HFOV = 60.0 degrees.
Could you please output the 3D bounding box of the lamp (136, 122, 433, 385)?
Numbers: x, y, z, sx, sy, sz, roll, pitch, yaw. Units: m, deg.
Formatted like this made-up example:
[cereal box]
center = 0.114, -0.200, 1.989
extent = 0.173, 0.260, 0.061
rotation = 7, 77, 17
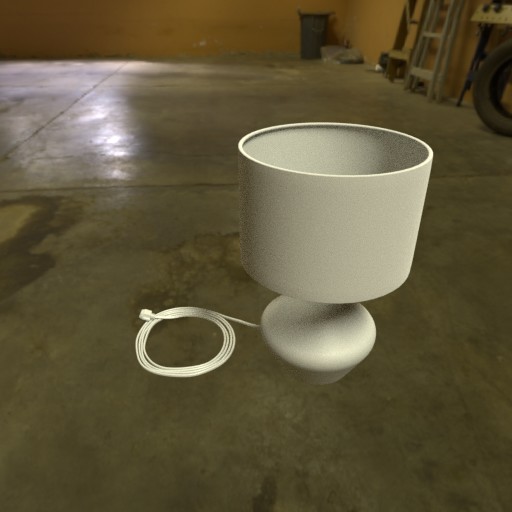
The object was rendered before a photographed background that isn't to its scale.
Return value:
[lamp]
center = 0.000, 0.000, 0.859
extent = 0.546, 0.457, 0.401
rotation = 22, 37, 34
